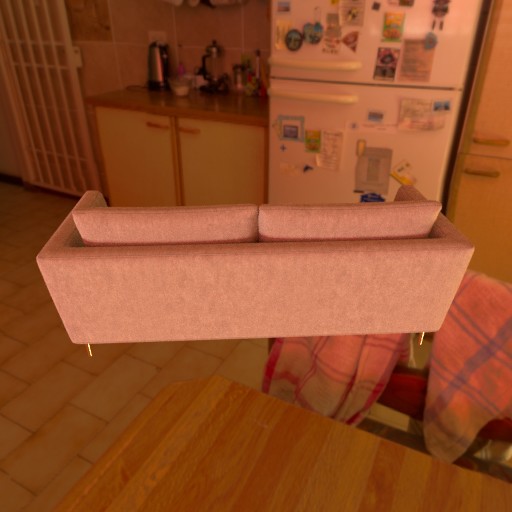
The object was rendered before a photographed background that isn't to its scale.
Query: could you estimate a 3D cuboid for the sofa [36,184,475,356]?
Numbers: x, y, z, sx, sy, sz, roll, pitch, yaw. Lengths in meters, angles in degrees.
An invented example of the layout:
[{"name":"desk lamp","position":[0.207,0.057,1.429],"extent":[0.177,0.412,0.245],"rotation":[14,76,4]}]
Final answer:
[{"name":"sofa","position":[0.000,0.000,2.597],"extent":[2.121,0.864,0.889],"rotation":[-1,29,-3]}]
